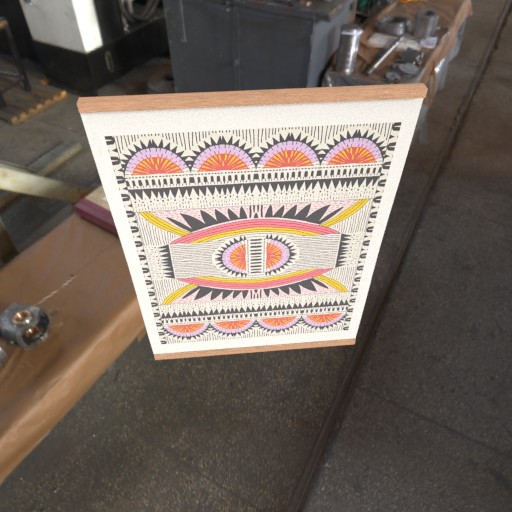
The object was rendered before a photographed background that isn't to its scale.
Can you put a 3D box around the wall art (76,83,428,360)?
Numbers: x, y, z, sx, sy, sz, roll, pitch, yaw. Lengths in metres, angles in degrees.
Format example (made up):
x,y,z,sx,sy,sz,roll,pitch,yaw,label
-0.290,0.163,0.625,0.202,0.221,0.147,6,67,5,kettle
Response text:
x,y,z,sx,sy,sz,roll,pitch,yaw,label
0.000,0.000,1.328,0.765,1.016,0.028,-4,46,-4,wall art
